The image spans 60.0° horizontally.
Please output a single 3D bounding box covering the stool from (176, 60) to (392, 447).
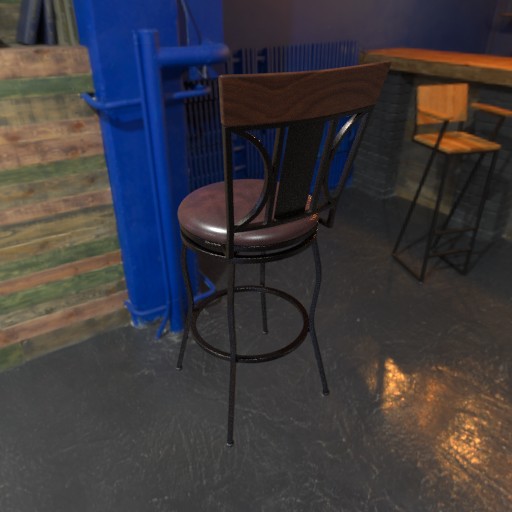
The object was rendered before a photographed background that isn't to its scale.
[{"bbox_3d":[0.000,0.000,1.373,0.448,1.130,0.513,-18,34,-28],"label":"stool"}]
